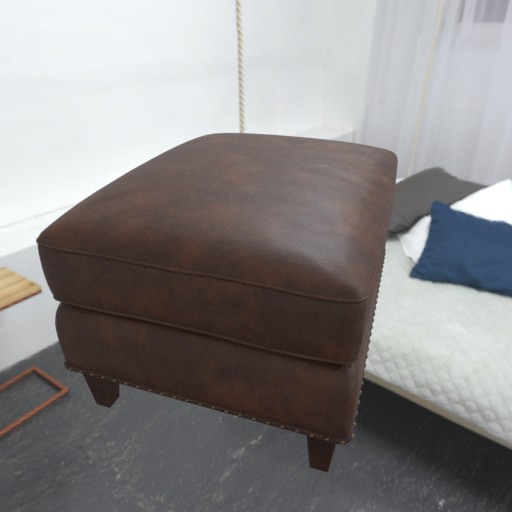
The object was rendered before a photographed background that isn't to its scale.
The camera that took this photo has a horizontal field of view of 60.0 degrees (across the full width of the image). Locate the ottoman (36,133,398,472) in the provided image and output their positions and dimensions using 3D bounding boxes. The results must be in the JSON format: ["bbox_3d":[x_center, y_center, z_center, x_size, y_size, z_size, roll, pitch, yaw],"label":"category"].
[{"bbox_3d":[0.000,0.000,1.062,0.586,0.486,0.742,9,30,16],"label":"ottoman"}]
